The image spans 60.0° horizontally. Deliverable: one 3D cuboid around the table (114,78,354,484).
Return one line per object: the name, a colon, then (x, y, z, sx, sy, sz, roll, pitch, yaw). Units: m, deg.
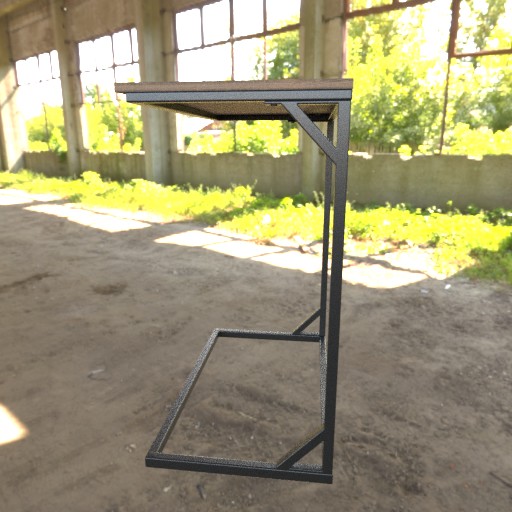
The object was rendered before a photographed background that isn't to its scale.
table: (0.000, 0.000, 1.007, 0.351, 0.673, 0.597, 2, 14, 7)
